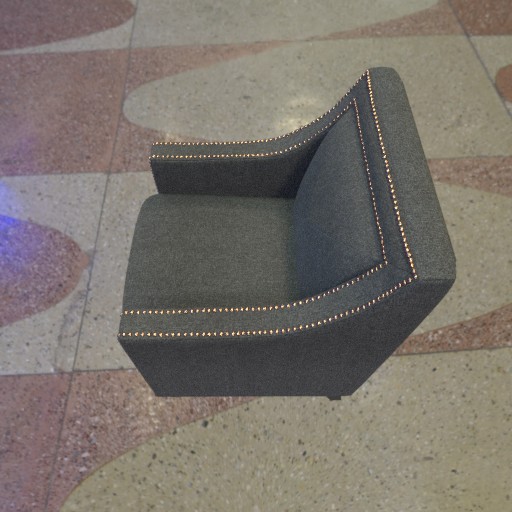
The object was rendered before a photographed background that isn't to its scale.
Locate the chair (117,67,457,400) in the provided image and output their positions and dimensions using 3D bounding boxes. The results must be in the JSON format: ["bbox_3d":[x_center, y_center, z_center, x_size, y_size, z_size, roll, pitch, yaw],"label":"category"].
[{"bbox_3d":[0.000,0.000,1.544,0.884,0.967,0.776,0,57,0],"label":"chair"}]
